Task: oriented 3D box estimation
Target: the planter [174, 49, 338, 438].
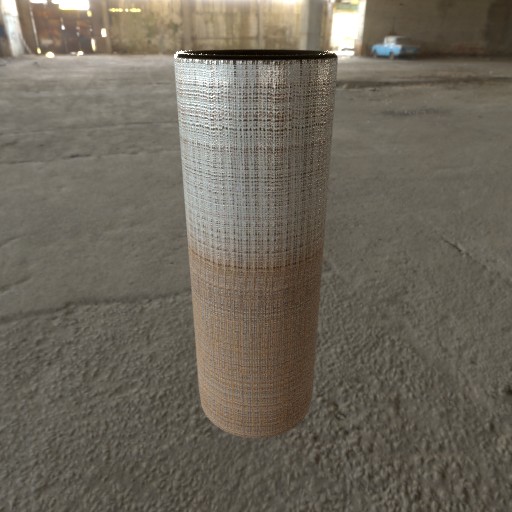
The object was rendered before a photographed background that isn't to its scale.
[{"bbox_3d":[0.000,0.000,0.332,0.099,0.278,0.099,-8,28,-16],"label":"planter"}]
